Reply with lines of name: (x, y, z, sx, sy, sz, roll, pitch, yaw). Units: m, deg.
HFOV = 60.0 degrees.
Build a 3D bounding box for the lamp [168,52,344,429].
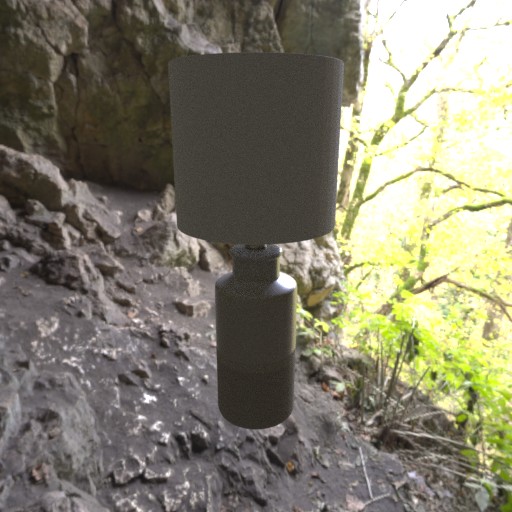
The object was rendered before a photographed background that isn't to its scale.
lamp: (0.000, 0.000, 0.617, 0.212, 0.493, 0.212, -3, 18, -8)
